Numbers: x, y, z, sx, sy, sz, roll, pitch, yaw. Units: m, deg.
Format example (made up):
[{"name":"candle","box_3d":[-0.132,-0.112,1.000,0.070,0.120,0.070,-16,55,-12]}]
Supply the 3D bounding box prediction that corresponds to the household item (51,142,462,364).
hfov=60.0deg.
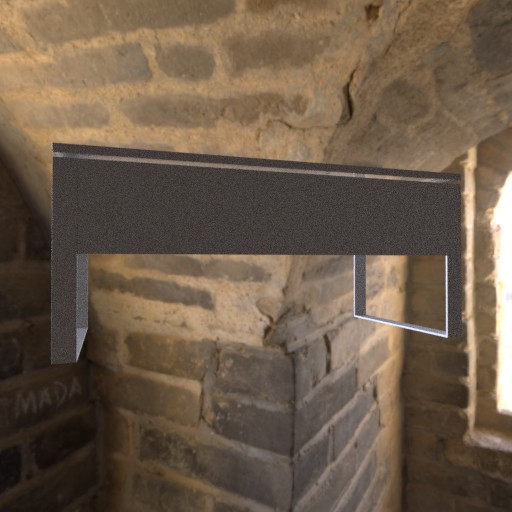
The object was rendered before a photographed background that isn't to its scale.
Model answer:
[{"name":"household item","box_3d":[0.000,0.000,2.126,1.700,0.745,0.800,0,-1,-18]}]
